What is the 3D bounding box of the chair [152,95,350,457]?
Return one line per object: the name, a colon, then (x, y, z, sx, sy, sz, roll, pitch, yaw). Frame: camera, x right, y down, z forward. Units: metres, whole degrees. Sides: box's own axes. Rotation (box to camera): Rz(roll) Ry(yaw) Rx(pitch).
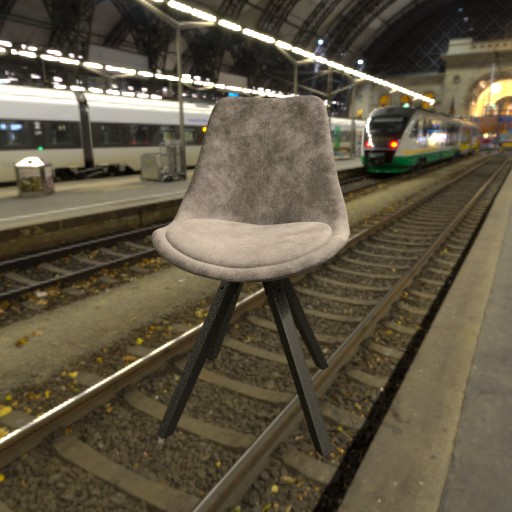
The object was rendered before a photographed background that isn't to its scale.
chair: (0.000, 0.000, 1.184, 0.485, 0.850, 0.550, 2, 15, 9)
